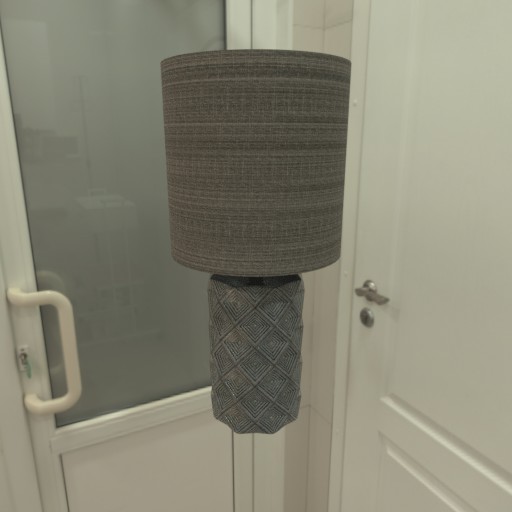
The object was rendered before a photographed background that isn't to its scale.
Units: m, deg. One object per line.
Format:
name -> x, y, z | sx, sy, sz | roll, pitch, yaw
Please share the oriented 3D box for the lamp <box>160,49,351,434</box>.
lamp -> 0.000, 0.000, 0.712 | 0.269, 0.566, 0.268 | -8, 17, -26
